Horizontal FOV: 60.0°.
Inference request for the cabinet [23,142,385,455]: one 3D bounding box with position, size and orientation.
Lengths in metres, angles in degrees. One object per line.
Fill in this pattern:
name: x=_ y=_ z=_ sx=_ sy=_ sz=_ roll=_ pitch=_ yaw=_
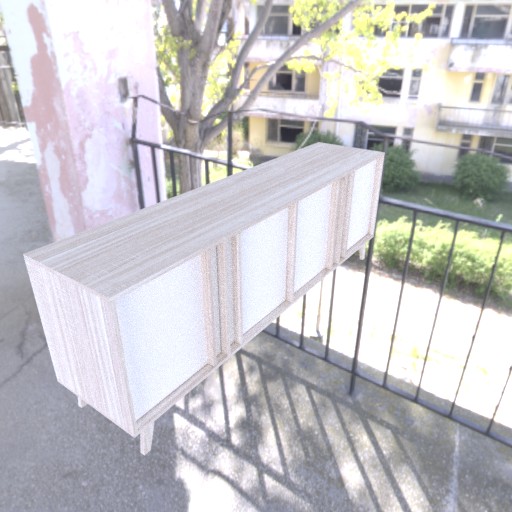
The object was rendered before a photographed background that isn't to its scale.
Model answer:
cabinet: x=0.000 y=0.000 z=2.458 sx=0.500 sy=0.780 sz=2.200 roll=19 pitch=33 yaw=32
